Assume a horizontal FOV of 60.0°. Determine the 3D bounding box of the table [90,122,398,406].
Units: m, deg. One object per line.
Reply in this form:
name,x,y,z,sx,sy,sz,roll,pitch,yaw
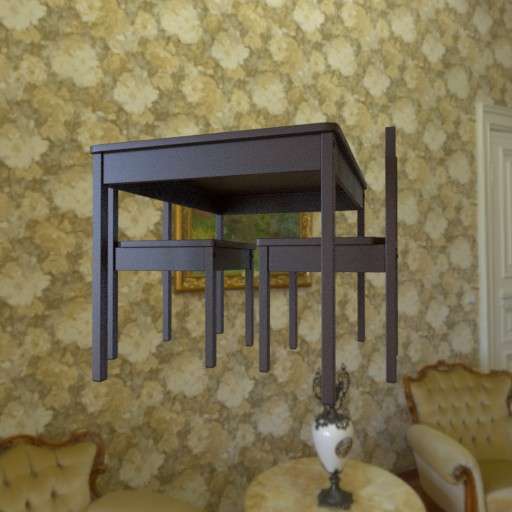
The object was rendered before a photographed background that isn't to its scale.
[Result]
table,0.000,0.000,1.104,0.672,0.503,0.650,0,-1,18
